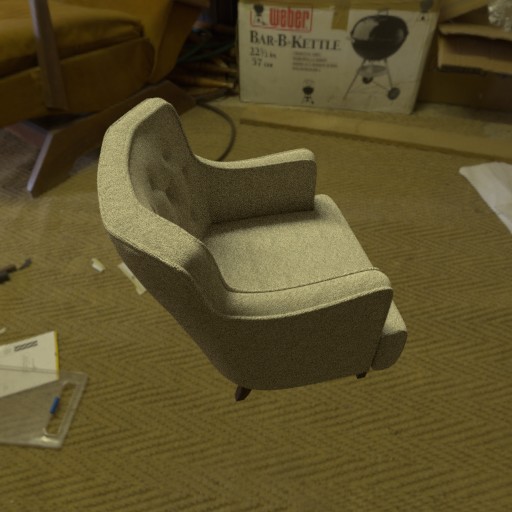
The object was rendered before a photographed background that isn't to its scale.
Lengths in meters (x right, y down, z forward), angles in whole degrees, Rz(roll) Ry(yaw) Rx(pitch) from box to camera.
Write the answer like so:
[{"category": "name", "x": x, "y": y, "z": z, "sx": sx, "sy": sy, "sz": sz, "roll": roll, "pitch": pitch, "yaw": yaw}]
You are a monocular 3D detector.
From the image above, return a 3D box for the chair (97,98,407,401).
[{"category": "chair", "x": 0.000, "y": 0.000, "z": 1.641, "sx": 0.910, "sy": 0.920, "sz": 0.820, "roll": -10, "pitch": 46, "yaw": -9}]
